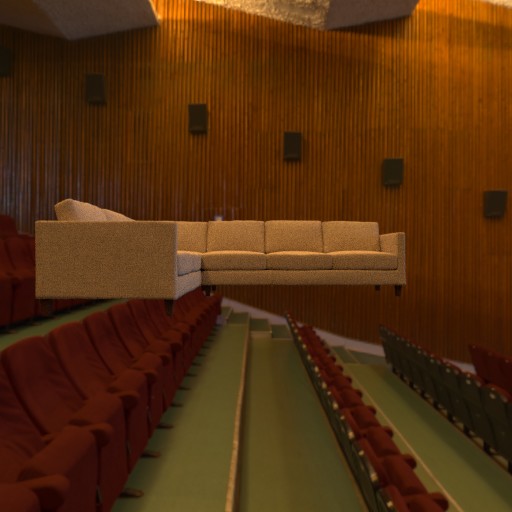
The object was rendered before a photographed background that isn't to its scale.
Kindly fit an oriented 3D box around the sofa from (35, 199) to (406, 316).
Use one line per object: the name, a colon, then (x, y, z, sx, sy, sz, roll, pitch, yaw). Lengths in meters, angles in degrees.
sofa: (0.000, 0.000, 4.370, 3.182, 0.863, 2.432, 0, 0, -1)
